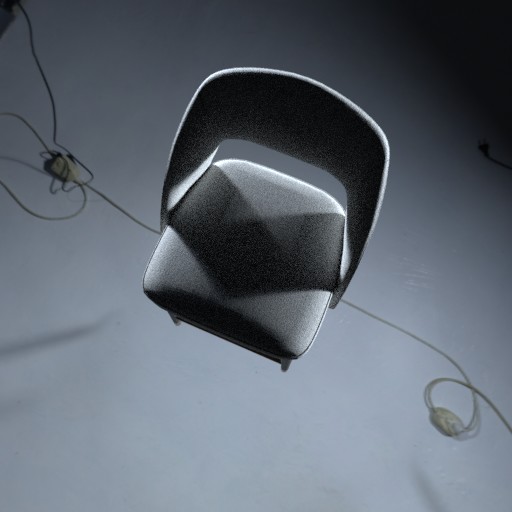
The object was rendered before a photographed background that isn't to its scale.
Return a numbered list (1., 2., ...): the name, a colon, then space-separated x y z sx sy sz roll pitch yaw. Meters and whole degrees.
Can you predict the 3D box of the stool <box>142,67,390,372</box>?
1. stool: 0.000 0.000 1.236 0.494 0.940 0.509 22 77 5
